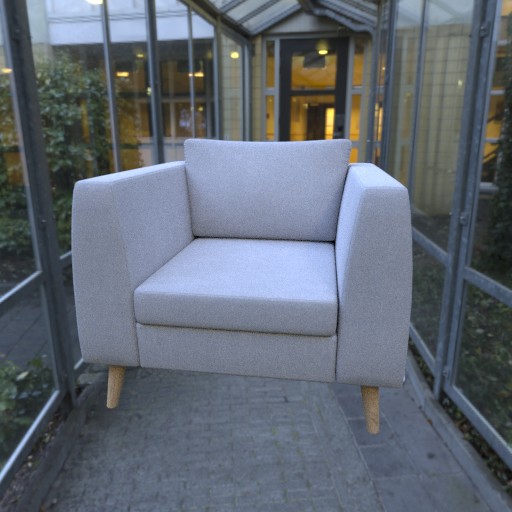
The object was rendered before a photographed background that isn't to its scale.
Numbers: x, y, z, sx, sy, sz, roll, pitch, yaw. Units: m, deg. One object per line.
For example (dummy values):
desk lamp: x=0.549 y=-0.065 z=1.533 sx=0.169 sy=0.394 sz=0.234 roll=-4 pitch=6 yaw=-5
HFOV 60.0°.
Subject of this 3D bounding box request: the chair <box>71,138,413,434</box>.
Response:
chair: x=0.000 y=0.000 z=1.697 sx=1.000 sy=0.860 sz=0.930 roll=2 pitch=16 yaw=8
